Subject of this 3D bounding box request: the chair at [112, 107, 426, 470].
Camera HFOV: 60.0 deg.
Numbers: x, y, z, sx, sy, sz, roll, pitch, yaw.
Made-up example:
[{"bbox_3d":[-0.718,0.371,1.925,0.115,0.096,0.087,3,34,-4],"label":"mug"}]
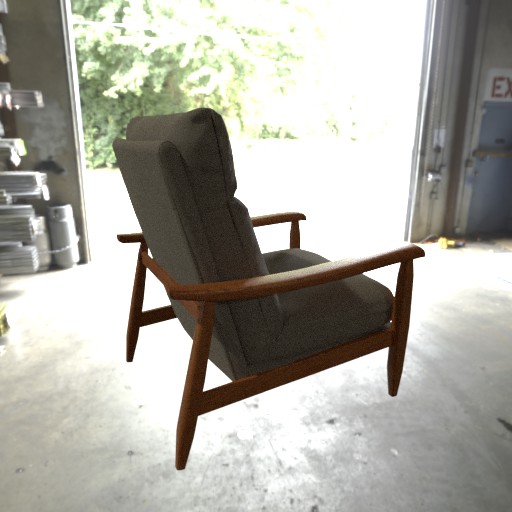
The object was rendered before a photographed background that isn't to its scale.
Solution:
[{"bbox_3d":[0.000,0.000,1.511,0.816,0.922,0.782,-8,17,-26],"label":"chair"}]
